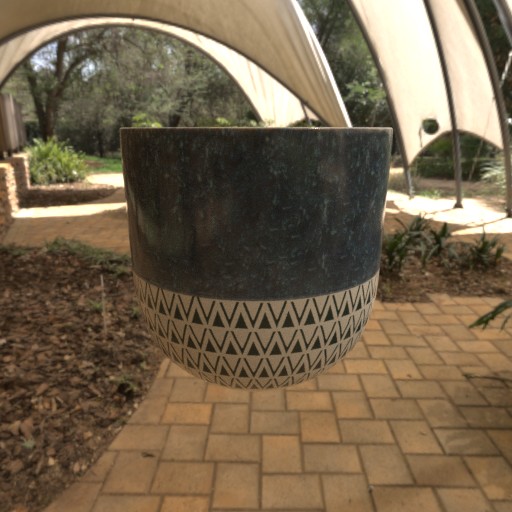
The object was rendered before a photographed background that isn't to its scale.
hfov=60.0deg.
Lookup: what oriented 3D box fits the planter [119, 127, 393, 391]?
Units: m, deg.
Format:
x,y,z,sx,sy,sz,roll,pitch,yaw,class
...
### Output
x,y,z,sx,sy,sz,roll,pitch,yaw,class
0.000,0.000,0.485,0.266,0.270,0.266,0,16,0,planter
